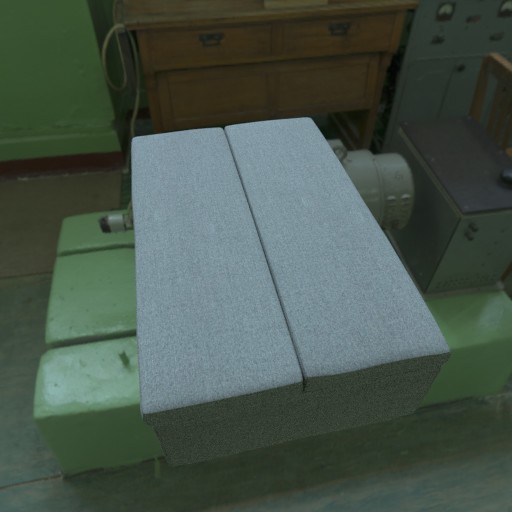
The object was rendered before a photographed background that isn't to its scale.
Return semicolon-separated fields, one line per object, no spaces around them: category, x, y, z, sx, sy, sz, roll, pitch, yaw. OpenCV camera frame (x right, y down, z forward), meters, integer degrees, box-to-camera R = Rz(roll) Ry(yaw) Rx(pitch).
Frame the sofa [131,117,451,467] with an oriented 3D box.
sofa;0.000;0.000;1.621;0.817;0.434;1.250;-9;46;-9
